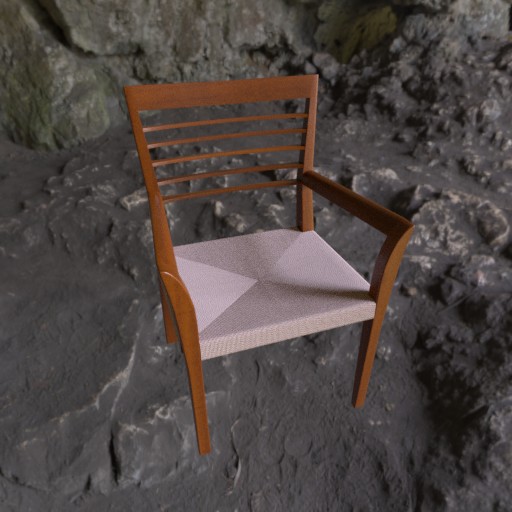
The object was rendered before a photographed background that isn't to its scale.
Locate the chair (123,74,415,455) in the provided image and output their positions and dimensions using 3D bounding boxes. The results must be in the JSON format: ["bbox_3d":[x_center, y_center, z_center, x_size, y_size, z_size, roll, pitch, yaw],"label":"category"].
[{"bbox_3d":[0.000,0.000,1.243,0.587,0.855,0.540,-10,33,-17],"label":"chair"}]
